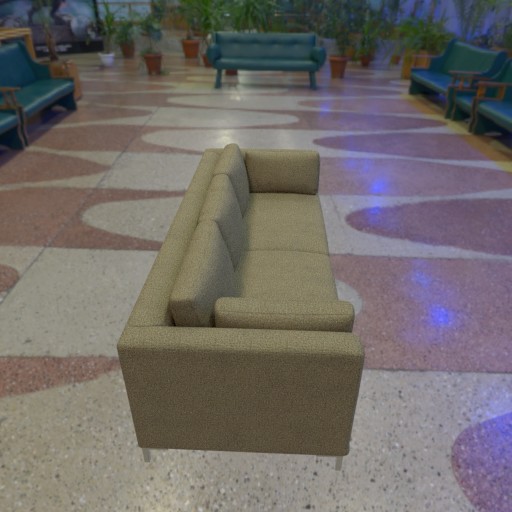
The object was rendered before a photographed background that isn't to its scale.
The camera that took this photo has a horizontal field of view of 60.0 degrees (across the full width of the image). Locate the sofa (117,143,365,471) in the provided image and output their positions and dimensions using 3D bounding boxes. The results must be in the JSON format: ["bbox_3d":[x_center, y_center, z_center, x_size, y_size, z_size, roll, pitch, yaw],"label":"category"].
[{"bbox_3d":[0.000,0.000,2.874,0.969,0.867,2.415,1,31,2],"label":"sofa"}]
